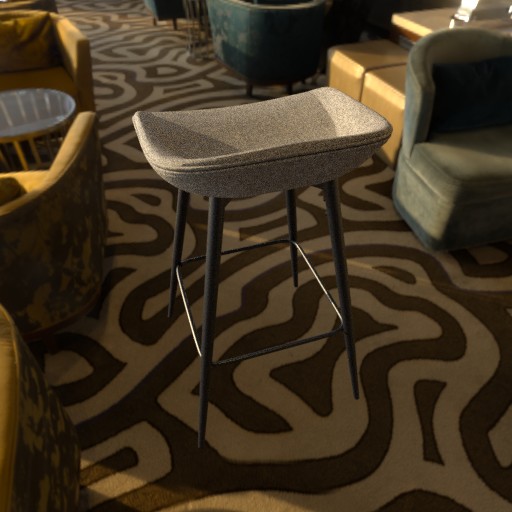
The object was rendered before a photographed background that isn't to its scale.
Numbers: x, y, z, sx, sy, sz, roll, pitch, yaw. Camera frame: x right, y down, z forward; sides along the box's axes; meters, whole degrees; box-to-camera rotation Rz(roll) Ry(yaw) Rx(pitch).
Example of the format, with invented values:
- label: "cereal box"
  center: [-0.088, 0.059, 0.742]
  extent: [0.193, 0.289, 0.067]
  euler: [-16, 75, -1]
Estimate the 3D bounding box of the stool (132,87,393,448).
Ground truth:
- label: "stool"
  center: [0.000, 0.000, 1.105]
  extent: [0.469, 0.814, 0.480]
  euler: [-12, 43, -13]
